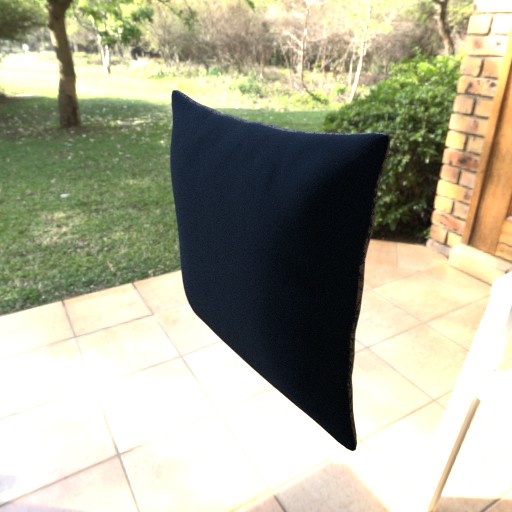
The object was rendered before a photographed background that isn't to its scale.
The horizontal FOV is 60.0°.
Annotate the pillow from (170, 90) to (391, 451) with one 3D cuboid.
[{"bbox_3d":[0.000,0.000,0.786,0.166,0.510,0.523,-19,32,-32],"label":"pillow"}]
